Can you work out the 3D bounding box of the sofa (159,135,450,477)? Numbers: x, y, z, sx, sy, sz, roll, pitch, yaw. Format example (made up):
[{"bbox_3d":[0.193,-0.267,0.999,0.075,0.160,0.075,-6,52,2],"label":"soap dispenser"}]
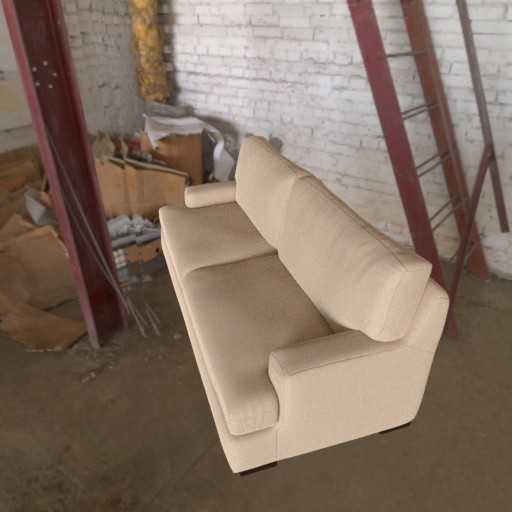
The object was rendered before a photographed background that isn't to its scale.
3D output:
[{"bbox_3d":[0.000,0.000,2.638,0.929,0.925,2.147,-9,31,-16],"label":"sofa"}]
